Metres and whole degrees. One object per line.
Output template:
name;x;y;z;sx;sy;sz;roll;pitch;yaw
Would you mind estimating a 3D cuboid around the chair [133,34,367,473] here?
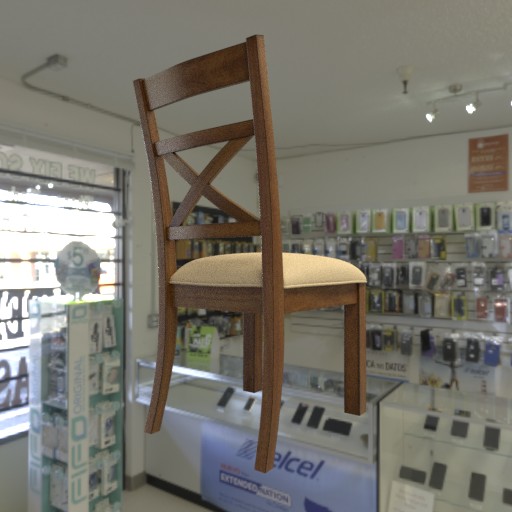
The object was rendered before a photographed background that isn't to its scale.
chair;0.000;0.000;1.276;0.461;0.949;0.581;-1;-1;36
